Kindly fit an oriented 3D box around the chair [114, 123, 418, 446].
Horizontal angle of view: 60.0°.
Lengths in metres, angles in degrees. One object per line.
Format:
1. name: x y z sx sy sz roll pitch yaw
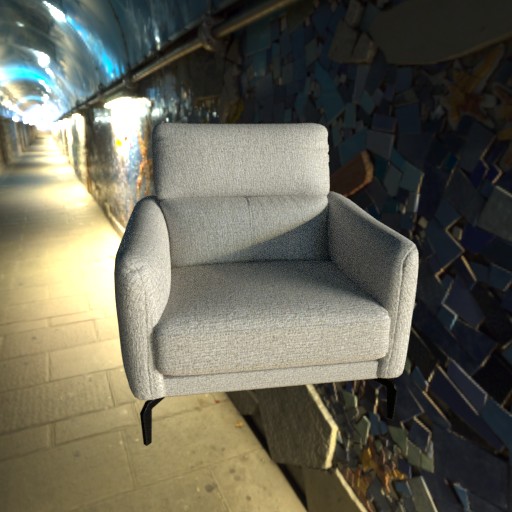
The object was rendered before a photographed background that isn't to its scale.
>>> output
1. chair: 0.000 0.000 1.677 0.972 0.967 0.835 -3 17 -9
